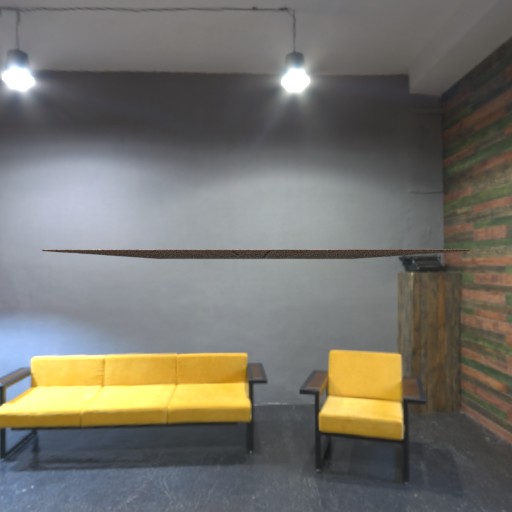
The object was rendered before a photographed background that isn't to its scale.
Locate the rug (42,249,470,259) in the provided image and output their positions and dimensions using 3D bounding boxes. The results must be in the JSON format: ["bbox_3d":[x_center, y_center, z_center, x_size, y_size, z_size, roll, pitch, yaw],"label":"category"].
[{"bbox_3d":[0.000,0.000,4.045,2.444,0.012,3.048,0,-1,0],"label":"rug"}]
